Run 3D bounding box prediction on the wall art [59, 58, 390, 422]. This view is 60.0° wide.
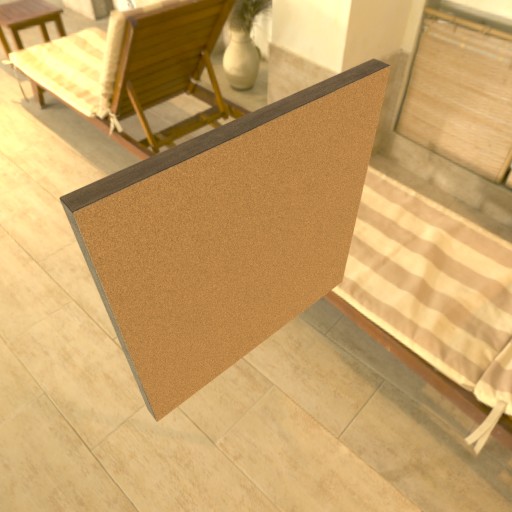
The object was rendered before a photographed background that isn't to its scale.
[{"bbox_3d":[0.000,0.000,1.100,0.749,0.751,0.050,-32,55,-27],"label":"wall art"}]
